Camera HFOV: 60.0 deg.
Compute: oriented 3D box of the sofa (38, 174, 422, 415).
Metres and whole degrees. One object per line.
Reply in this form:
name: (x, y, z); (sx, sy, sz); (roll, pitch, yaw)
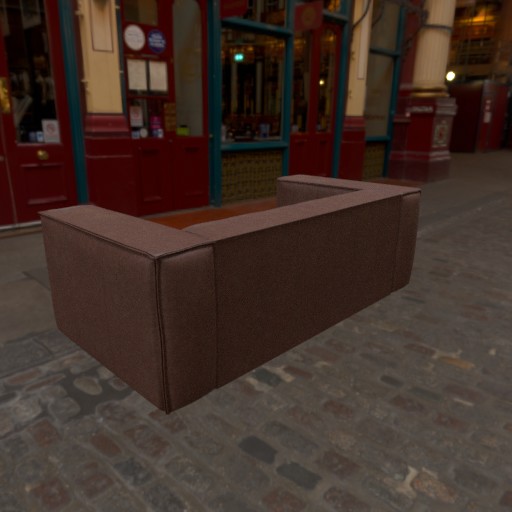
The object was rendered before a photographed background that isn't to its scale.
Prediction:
sofa: (0.000, 0.000, 2.644); (1.102, 0.703, 2.088); (17, 24, 42)
